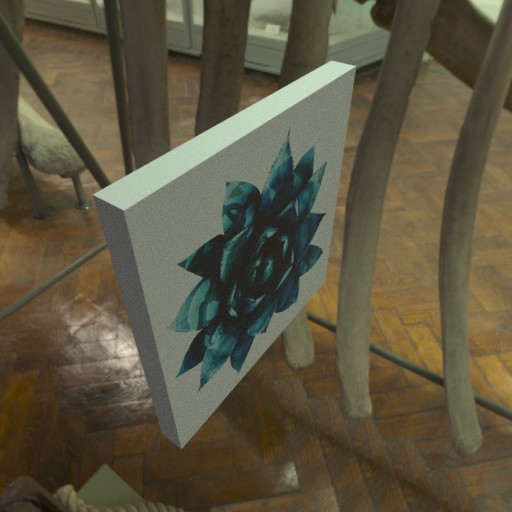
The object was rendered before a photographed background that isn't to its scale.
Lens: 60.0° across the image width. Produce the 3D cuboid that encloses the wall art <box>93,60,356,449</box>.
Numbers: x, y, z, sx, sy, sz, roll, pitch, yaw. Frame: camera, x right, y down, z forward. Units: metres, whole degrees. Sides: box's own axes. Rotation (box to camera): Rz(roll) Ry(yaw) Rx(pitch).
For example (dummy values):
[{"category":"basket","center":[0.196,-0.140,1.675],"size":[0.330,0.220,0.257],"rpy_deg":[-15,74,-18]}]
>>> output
[{"category":"wall art","center":[0.000,0.000,0.612],"size":[0.038,0.406,0.406],"rpy_deg":[26,48,26]}]
